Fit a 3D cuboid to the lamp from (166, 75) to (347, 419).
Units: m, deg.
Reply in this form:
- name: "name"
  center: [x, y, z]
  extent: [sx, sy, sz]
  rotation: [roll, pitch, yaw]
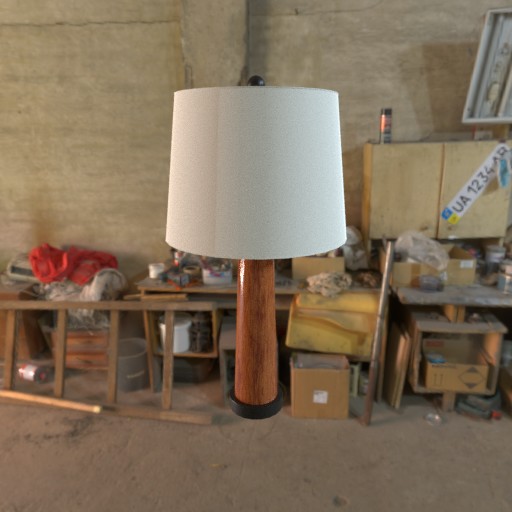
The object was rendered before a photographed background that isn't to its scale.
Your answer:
- name: "lamp"
  center: [0.000, 0.000, 0.878]
  extent: [0.349, 0.667, 0.349]
  rotation: [0, 15, 0]
